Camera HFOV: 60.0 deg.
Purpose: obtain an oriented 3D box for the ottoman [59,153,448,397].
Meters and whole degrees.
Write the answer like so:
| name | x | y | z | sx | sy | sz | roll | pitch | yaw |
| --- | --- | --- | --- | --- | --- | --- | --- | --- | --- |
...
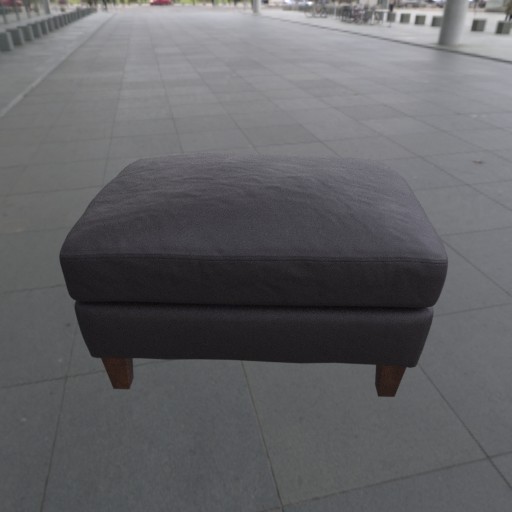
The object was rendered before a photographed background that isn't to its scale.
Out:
| name | x | y | z | sx | sy | sz | roll | pitch | yaw |
| --- | --- | --- | --- | --- | --- | --- | --- | --- | --- |
| ottoman | 0.000 | 0.000 | 1.307 | 0.887 | 0.529 | 0.659 | 1 | 31 | 2 |
